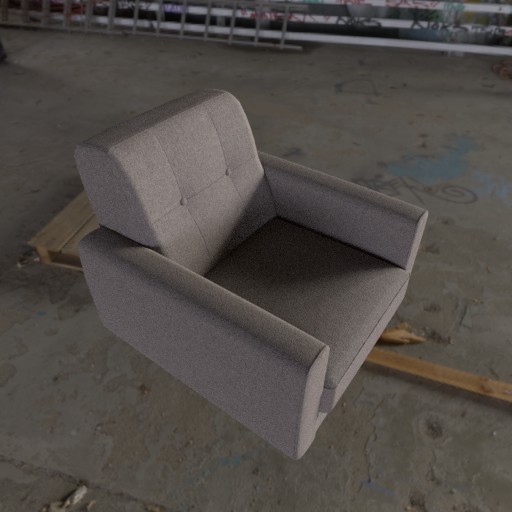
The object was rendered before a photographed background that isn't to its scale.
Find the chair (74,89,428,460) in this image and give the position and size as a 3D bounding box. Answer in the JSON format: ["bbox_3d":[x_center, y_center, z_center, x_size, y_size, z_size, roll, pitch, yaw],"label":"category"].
[{"bbox_3d":[0.000,0.000,1.510,0.907,0.839,0.831,25,46,26],"label":"chair"}]
